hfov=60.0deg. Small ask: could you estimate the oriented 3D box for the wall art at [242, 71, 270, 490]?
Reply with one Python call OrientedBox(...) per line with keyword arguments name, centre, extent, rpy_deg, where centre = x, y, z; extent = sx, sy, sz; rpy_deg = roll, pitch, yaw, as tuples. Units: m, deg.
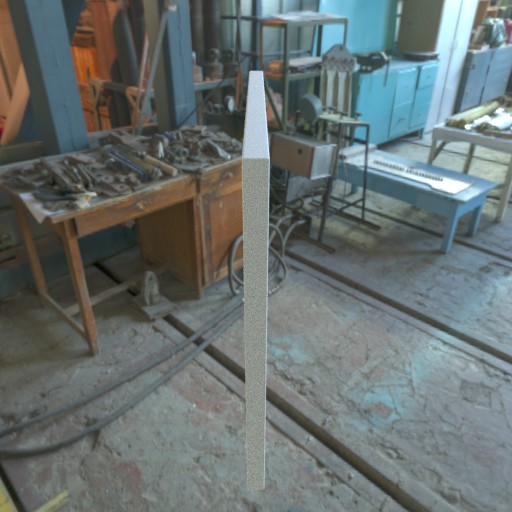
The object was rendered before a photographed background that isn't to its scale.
OrientedBox(name="wall art", centre=(0.000, 0.000, 1.112), extent=(0.037, 0.757, 0.757), rpy_deg=(0, 31, 0))
